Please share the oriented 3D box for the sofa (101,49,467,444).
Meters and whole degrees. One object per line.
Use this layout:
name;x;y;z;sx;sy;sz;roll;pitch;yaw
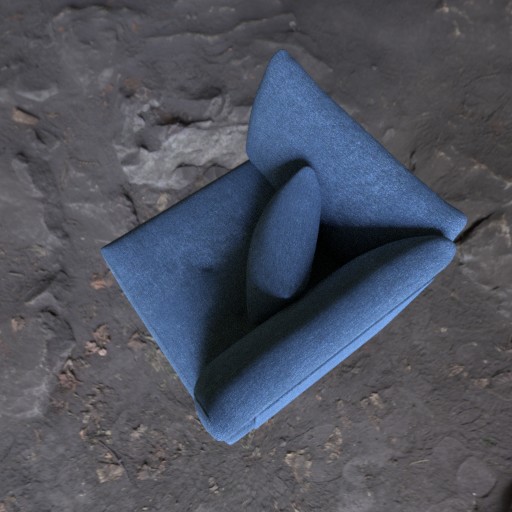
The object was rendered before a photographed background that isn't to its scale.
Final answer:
sofa;0.000;0.000;1.730;1.000;0.820;1.000;-34;70;-15
